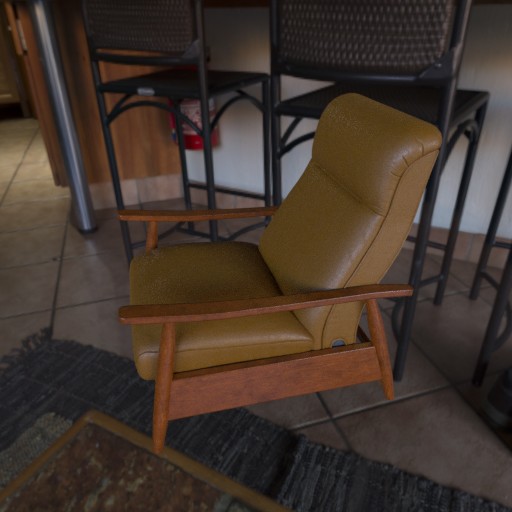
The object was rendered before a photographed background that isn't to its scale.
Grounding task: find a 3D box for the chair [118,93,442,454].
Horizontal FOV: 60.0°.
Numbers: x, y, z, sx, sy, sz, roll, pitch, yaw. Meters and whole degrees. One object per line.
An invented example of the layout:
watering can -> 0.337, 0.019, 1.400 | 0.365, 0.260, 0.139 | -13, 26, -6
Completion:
chair -> 0.000, 0.000, 1.722 | 1.014, 1.082, 0.762 | -8, 31, -13
